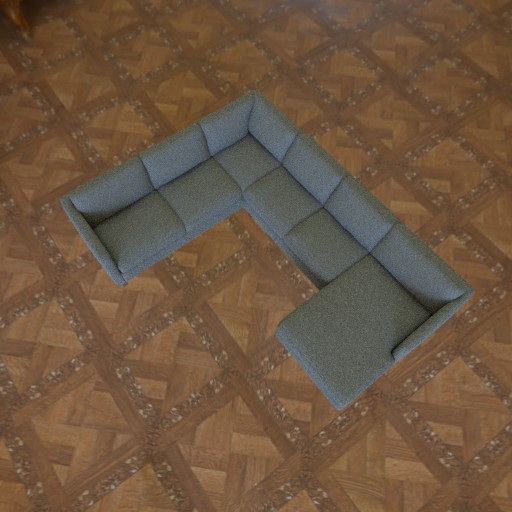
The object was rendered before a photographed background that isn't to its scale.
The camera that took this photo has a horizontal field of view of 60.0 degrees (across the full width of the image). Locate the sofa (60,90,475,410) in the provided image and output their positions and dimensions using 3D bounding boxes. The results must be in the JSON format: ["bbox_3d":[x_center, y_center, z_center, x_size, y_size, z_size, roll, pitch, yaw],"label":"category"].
[{"bbox_3d":[0.000,0.000,4.424,2.551,0.853,3.238,-35,68,-16],"label":"sofa"}]
